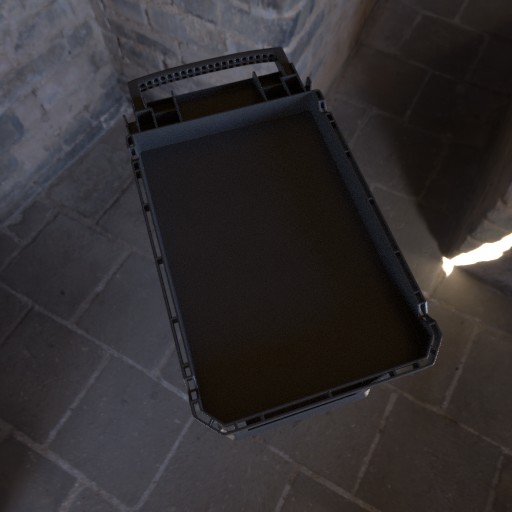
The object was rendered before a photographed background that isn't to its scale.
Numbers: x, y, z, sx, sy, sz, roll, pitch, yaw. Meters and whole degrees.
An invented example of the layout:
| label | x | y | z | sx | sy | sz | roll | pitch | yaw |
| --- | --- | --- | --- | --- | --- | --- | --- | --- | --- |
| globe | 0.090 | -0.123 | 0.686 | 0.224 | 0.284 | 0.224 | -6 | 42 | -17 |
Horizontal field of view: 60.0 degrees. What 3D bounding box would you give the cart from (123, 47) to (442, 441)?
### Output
| label | x | y | z | sx | sy | sz | roll | pitch | yaw |
| --- | --- | --- | --- | --- | --- | --- | --- | --- | --- |
| cart | 0.000 | 0.000 | 1.738 | 0.674 | 0.884 | 1.239 | -16 | 66 | -7 |
